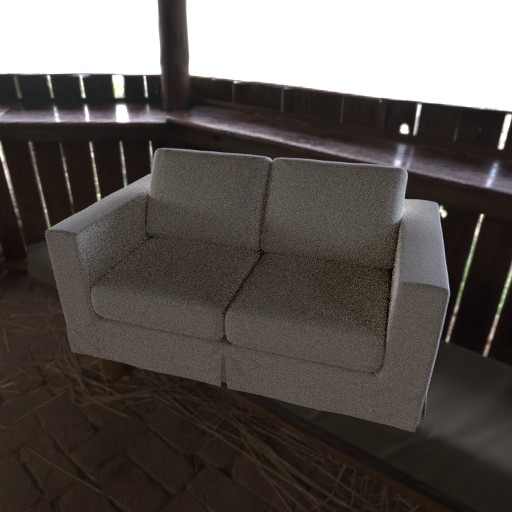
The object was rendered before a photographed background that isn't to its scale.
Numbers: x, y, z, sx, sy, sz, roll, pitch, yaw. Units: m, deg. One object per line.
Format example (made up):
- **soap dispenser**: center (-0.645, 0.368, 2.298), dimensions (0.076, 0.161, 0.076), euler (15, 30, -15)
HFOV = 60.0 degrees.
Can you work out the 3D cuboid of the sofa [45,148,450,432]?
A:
- **sofa**: center (0.000, 0.000, 2.347), dimensions (1.813, 0.932, 1.009), euler (8, 28, 16)
